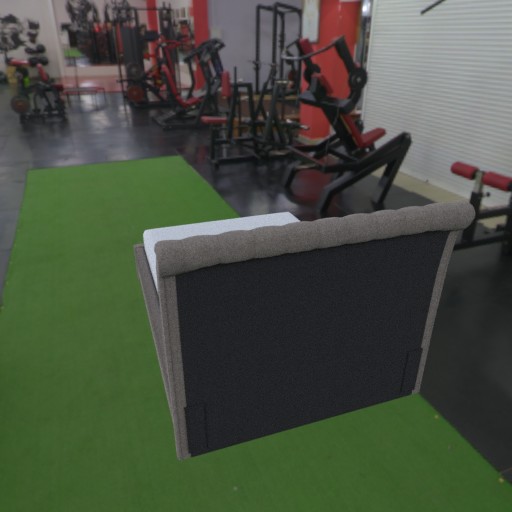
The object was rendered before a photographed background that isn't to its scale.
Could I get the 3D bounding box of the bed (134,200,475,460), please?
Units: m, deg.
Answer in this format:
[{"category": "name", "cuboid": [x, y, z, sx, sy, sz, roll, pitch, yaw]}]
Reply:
[{"category": "bed", "cuboid": [0.000, 0.000, 3.295, 1.645, 1.371, 2.252, -9, 28, -17]}]
